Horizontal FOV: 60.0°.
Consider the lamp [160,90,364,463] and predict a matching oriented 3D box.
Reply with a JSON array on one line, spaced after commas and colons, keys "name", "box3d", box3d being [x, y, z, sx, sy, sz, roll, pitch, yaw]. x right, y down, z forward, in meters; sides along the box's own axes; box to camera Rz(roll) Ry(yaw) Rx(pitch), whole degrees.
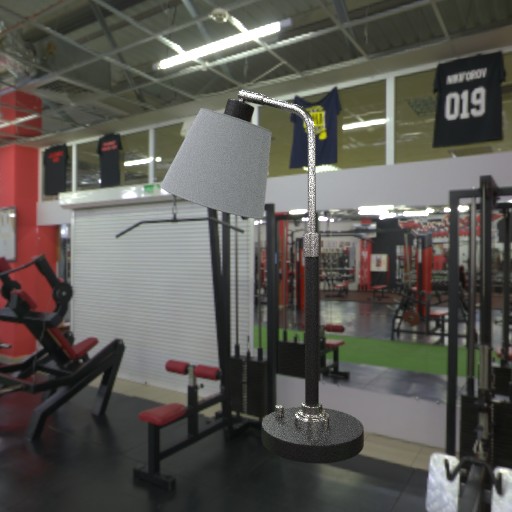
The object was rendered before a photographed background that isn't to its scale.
[{"name": "lamp", "box3d": [0.000, 0.000, 0.705, 0.348, 0.539, 0.181, 0, 0, 35]}]
